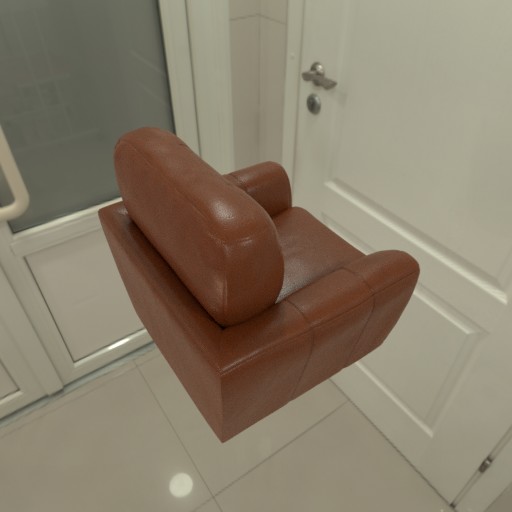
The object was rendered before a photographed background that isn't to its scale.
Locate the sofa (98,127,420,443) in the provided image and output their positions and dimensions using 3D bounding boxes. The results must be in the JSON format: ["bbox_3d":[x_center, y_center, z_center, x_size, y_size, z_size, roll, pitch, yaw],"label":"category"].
[{"bbox_3d":[0.000,0.000,1.526,0.789,0.876,0.836,-25,48,-25],"label":"sofa"}]
